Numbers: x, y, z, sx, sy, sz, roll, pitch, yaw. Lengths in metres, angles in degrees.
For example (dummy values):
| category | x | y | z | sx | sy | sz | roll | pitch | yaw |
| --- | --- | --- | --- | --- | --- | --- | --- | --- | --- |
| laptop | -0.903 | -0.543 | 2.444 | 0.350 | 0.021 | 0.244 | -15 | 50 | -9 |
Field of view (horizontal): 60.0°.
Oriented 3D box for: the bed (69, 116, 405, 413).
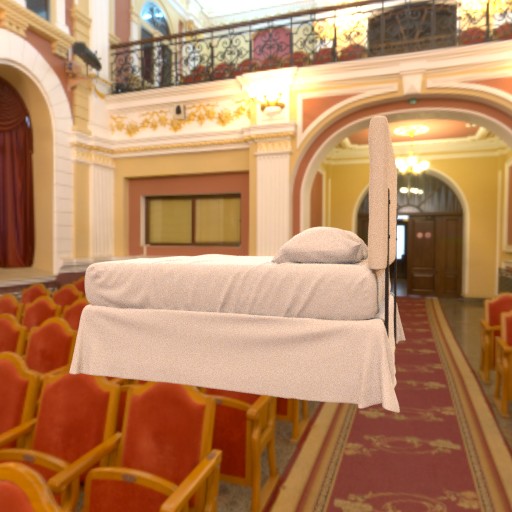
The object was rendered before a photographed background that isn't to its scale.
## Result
| category | x | y | z | sx | sy | sz | roll | pitch | yaw |
| --- | --- | --- | --- | --- | --- | --- | --- | --- | --- |
| bed | 0.000 | 0.000 | 3.490 | 2.222 | 1.577 | 1.936 | 1 | 2 | 19 |
